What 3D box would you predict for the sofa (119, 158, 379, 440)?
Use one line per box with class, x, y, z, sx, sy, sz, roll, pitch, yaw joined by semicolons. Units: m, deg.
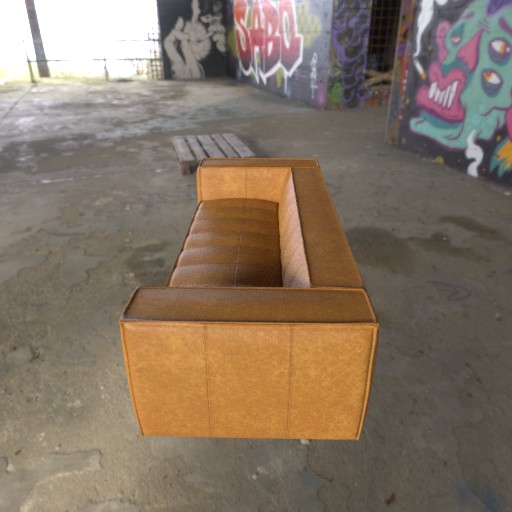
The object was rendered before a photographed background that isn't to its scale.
sofa;0.000;0.000;3.019;1.102;0.701;2.581;1;27;1
